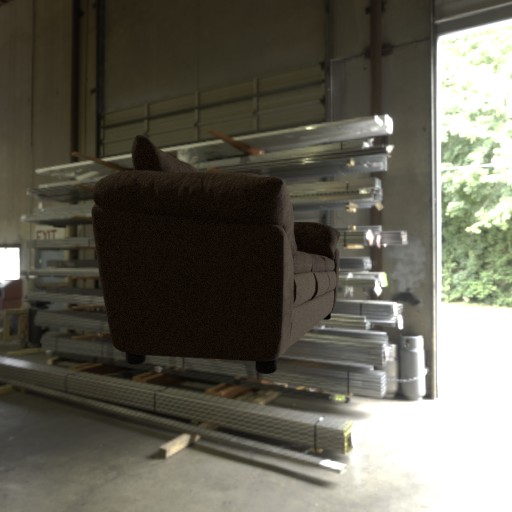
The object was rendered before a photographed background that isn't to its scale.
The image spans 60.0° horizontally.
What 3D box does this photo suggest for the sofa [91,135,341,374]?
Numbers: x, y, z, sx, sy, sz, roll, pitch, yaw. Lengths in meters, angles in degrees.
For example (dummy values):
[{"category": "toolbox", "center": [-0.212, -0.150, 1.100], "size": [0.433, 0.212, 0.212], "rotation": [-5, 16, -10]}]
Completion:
[{"category": "sofa", "center": [0.000, 0.000, 2.860], "size": [0.878, 1.015, 2.336], "rotation": [0, -1, 16]}]
